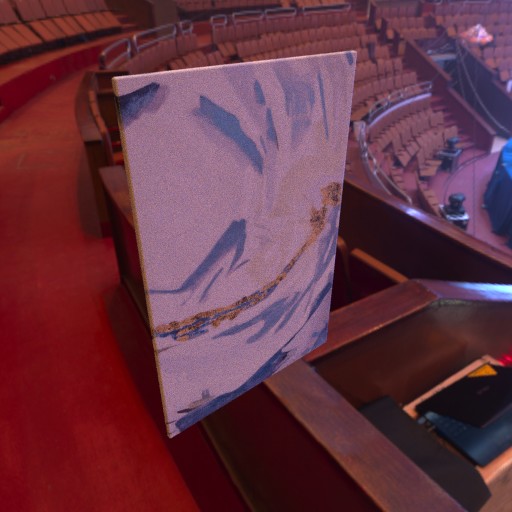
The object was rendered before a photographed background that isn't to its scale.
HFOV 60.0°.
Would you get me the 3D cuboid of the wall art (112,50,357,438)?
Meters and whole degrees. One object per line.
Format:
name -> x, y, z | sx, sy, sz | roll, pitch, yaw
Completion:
wall art -> 0.000, 0.000, 1.129 | 0.610, 0.914, 0.016 | -23, 38, -33
